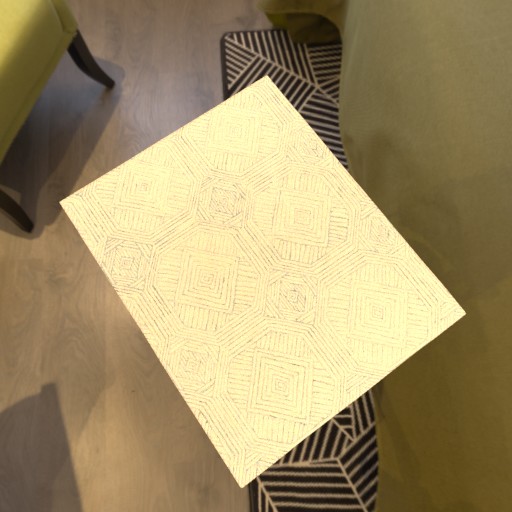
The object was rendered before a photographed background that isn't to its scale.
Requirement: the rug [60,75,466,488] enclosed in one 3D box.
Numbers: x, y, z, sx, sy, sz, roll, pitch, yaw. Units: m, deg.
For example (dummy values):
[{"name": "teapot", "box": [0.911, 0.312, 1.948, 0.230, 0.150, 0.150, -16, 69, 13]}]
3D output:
[{"name": "rug", "box": [0.000, 0.000, 4.103, 2.457, 0.015, 3.049, -34, 77, -9]}]
